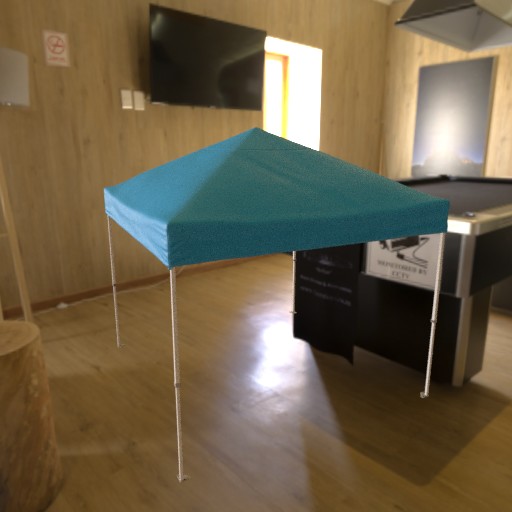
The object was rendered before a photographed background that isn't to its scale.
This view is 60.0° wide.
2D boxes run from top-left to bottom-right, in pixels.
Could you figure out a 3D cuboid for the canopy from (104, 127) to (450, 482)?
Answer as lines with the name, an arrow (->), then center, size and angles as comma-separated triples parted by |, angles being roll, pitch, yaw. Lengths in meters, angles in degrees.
canopy -> 0.000, 0.000, 5.364 | 2.996, 2.997, 2.998 | -7, 16, -26
